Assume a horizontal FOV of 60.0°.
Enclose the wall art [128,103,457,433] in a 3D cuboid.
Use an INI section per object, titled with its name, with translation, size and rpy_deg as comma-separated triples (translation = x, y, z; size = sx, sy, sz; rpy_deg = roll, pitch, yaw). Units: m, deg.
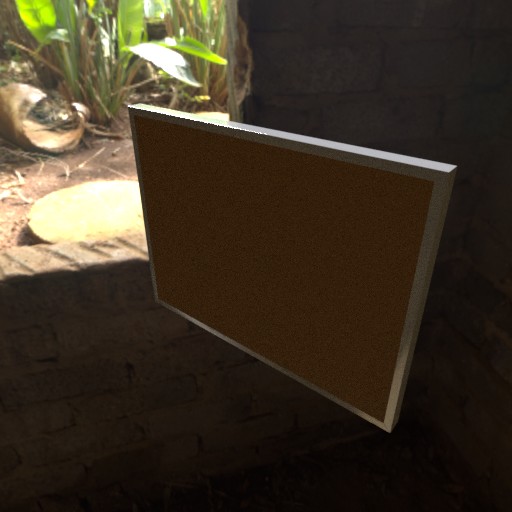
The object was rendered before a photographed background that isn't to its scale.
[wall art]
translation = 0.000, 0.000, 1.390
size = 1.041, 0.787, 0.053
rpy_deg = 22, 36, 33
